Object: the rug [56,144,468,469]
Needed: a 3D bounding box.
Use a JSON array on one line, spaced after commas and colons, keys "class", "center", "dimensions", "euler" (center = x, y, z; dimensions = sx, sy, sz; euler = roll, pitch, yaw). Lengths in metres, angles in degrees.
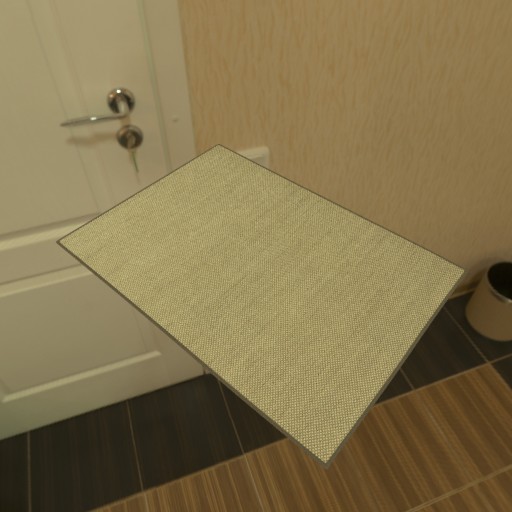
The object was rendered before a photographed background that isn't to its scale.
[{"class": "rug", "center": [0.000, 0.000, 2.791], "dimensions": [2.133, 0.012, 1.523], "euler": [32, 55, 27]}]
